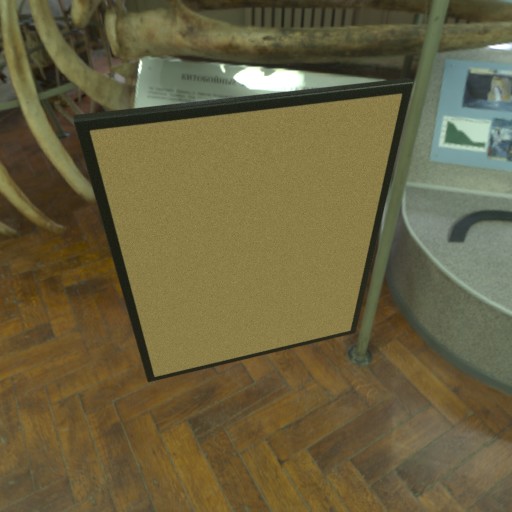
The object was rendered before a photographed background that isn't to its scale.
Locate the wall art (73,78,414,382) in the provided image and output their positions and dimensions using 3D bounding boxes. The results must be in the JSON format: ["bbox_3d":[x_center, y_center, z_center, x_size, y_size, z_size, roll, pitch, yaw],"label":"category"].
[{"bbox_3d":[0.000,0.000,0.802,0.481,0.582,0.018,-11,42,-12],"label":"wall art"}]
